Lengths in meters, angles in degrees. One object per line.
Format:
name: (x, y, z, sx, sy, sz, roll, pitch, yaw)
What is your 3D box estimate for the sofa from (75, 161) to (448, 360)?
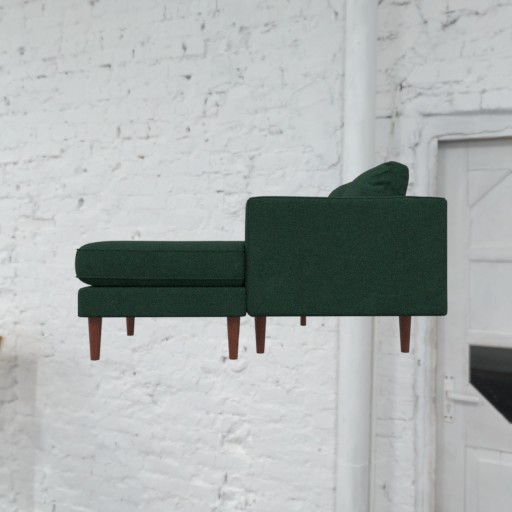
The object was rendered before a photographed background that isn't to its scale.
sofa: (0.000, 0.000, 2.852, 1.580, 0.899, 2.030, 0, 0, -1)
